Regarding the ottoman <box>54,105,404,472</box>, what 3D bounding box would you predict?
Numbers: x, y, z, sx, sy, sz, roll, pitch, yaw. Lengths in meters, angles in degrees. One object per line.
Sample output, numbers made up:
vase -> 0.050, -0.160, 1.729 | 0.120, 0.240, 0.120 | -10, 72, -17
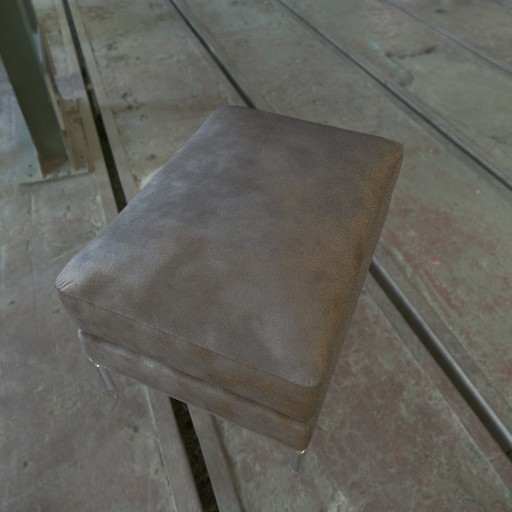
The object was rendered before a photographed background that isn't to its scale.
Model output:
ottoman -> 0.000, 0.000, 1.067 | 0.520, 0.456, 0.719 | 18, 50, 15
